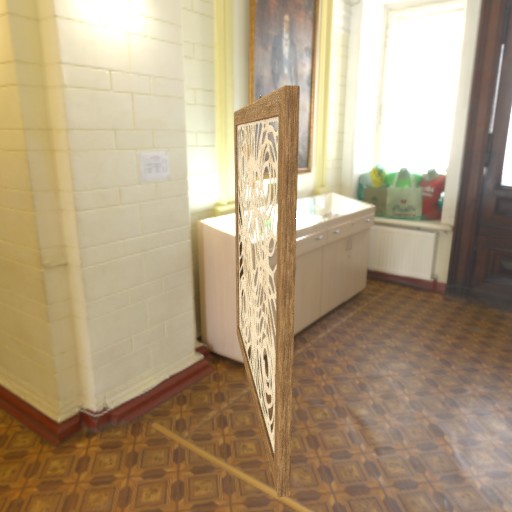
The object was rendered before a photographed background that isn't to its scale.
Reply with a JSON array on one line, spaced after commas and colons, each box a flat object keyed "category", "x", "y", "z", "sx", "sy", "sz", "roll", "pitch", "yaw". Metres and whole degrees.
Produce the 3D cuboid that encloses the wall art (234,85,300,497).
[{"category": "wall art", "x": 0.000, "y": 0.000, "z": 0.836, "sx": 0.021, "sy": 0.576, "sz": 0.561, "roll": -2, "pitch": 15, "yaw": -8}]
